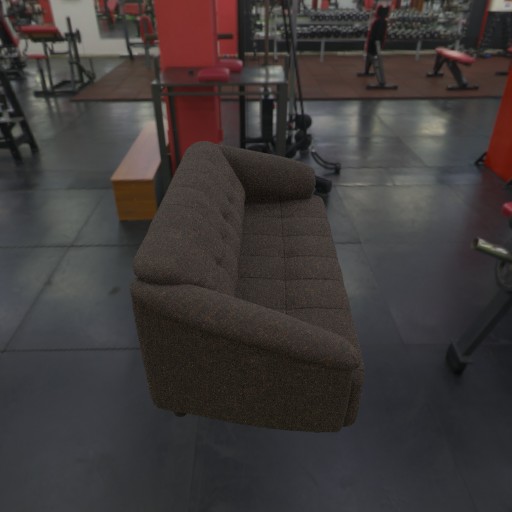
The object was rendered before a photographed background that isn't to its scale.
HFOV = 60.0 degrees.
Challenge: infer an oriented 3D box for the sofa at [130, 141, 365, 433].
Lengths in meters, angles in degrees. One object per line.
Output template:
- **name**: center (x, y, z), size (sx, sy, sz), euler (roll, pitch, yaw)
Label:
- **sofa**: center (0.000, 0.000, 2.333), size (0.887, 0.790, 1.849), euler (1, 32, 1)
